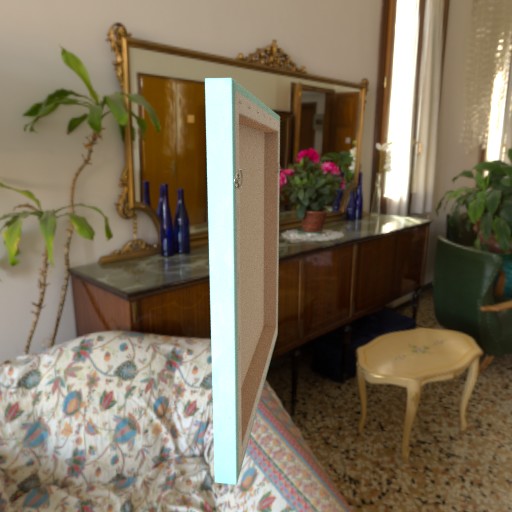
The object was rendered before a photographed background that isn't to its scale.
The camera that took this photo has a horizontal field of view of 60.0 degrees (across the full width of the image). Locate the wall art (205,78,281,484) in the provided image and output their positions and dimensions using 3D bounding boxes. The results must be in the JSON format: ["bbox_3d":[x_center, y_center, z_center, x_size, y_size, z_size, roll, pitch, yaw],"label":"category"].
[{"bbox_3d":[0.000,0.000,1.170,0.054,0.766,0.765,2,13,8],"label":"wall art"}]
